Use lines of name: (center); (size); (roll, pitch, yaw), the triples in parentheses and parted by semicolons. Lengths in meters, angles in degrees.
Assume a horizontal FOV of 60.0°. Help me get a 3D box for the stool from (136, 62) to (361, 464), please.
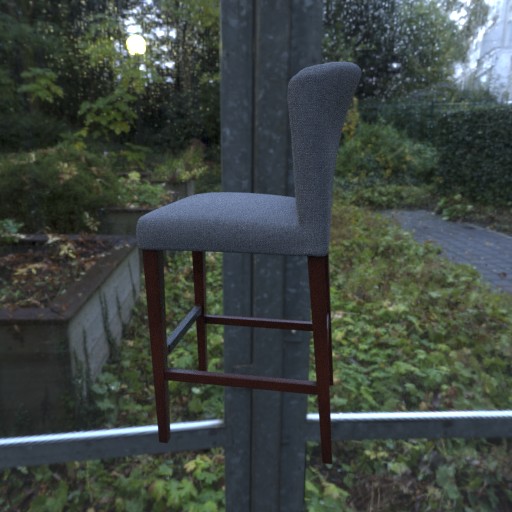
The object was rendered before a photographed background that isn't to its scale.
stool: (0.000, 0.000, 1.359); (0.568, 1.069, 0.486); (3, 15, 10)
